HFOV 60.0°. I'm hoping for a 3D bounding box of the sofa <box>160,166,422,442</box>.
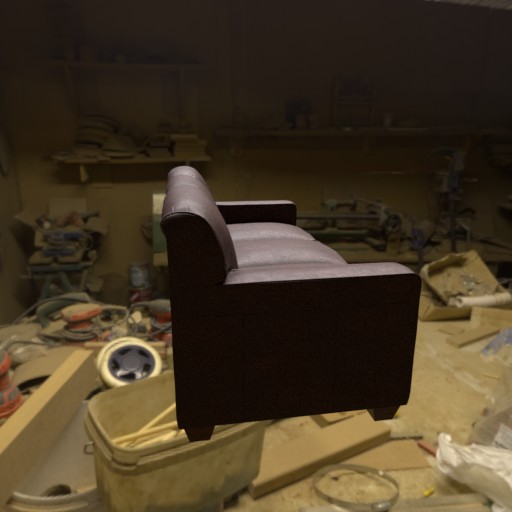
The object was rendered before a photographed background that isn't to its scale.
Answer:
[{"bbox_3d":[0.000,0.000,2.590,1.008,0.953,2.039,-3,15,-10],"label":"sofa"}]
